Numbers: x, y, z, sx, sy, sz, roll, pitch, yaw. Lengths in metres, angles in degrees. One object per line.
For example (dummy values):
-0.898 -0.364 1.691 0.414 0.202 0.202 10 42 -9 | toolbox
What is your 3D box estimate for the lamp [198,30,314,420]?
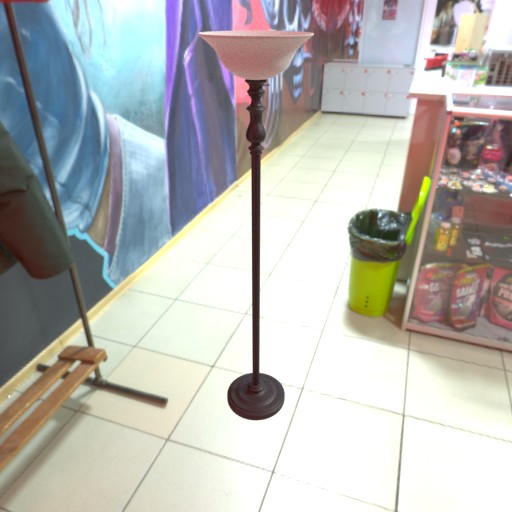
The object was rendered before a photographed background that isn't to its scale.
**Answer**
0.000 0.000 1.997 0.405 1.797 0.405 -21 35 -32 | lamp
